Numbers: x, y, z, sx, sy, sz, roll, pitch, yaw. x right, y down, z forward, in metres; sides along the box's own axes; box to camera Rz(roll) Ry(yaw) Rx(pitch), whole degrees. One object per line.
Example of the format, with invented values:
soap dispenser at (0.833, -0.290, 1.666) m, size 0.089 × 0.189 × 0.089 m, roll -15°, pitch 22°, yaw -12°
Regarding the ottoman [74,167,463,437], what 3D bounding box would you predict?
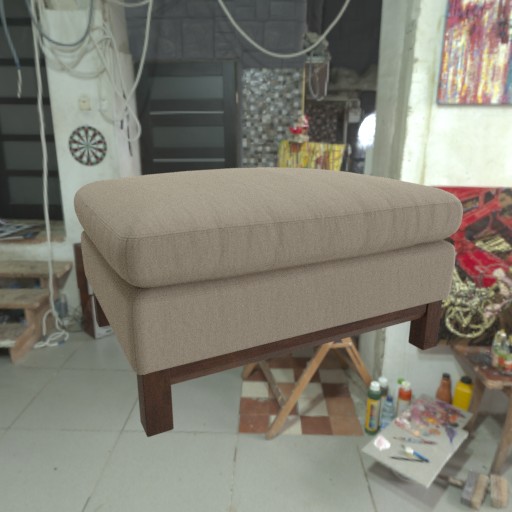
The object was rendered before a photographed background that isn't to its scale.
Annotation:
ottoman at (0.000, 0.000, 1.099) m, size 0.771 × 0.420 × 0.606 m, roll -8°, pitch 18°, yaw -27°
